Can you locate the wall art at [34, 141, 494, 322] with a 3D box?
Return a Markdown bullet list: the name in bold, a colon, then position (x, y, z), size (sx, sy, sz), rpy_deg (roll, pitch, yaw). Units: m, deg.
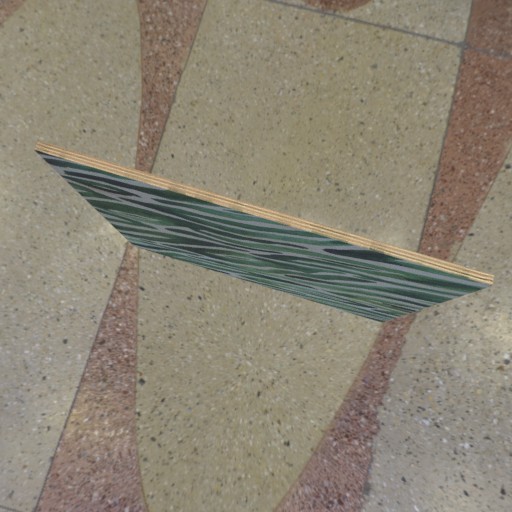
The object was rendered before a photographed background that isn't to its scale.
- **wall art**: position (0.000, 0.000, 0.668), size (0.508, 0.408, 0.012), rpy_deg (17, 77, 4)
